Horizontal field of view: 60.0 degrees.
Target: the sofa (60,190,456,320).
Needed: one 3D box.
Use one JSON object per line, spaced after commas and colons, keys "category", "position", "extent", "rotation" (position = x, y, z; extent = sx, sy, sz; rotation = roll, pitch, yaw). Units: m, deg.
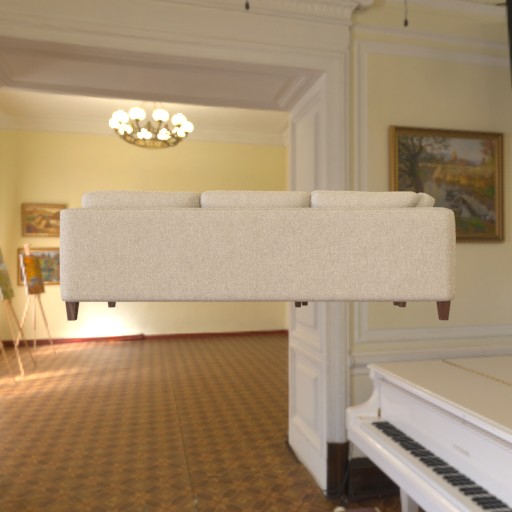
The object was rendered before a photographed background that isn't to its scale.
{"category": "sofa", "position": [0.000, 0.000, 4.389], "extent": [2.551, 0.853, 3.238], "rotation": [0, -1, 0]}
